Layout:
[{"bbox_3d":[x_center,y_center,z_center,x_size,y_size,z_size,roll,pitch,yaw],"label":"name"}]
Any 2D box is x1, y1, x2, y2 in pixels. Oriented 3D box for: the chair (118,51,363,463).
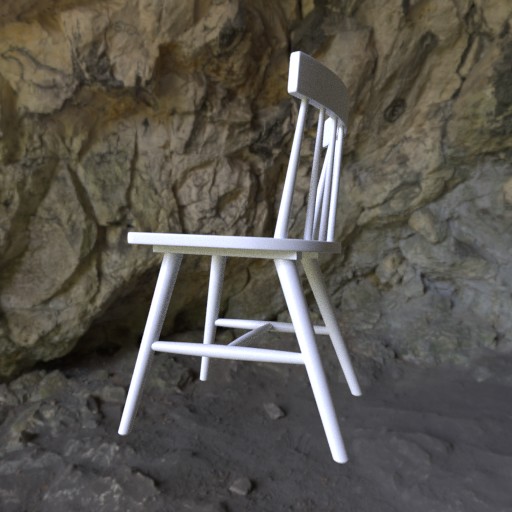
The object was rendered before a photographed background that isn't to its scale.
[{"bbox_3d":[0.000,0.000,1.117,0.500,0.787,0.483,0,0,17],"label":"chair"}]
